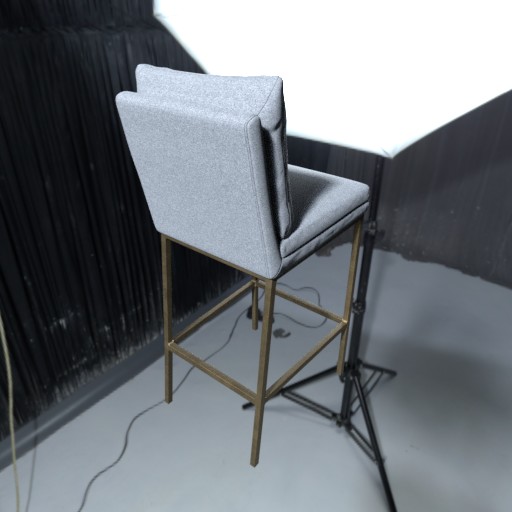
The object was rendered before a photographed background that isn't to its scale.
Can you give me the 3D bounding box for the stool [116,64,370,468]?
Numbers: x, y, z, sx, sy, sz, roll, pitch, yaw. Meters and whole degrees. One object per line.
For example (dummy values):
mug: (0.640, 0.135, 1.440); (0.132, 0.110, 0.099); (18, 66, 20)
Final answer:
stool: (0.000, 0.000, 1.389); (0.463, 1.130, 0.569); (22, 37, 33)
